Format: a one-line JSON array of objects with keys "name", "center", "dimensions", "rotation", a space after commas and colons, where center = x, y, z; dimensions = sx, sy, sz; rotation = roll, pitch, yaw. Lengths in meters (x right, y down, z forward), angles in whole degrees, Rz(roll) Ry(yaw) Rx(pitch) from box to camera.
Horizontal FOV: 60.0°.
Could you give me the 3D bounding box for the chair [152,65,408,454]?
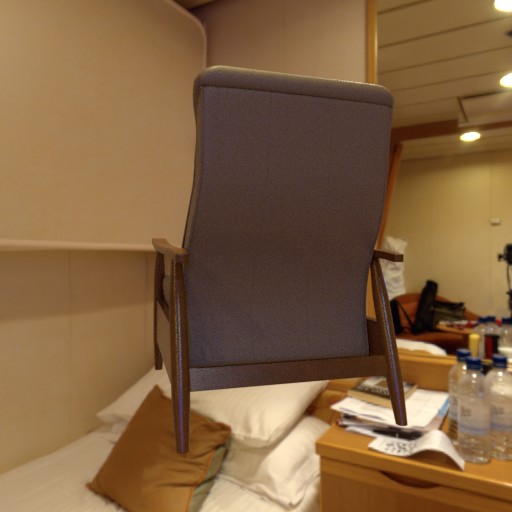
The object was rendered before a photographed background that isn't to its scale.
[{"name": "chair", "center": [0.000, 0.000, 1.781], "dimensions": [0.762, 1.082, 1.014], "rotation": [0, 0, -16]}]
